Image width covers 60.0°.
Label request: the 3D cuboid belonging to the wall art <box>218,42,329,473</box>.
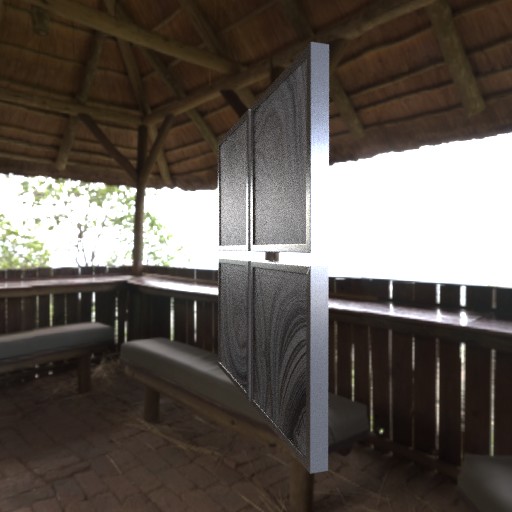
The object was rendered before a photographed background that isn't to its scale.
[{"bbox_3d":[0.000,0.000,0.923,0.029,0.611,0.611,0,1,-17],"label":"wall art"}]
